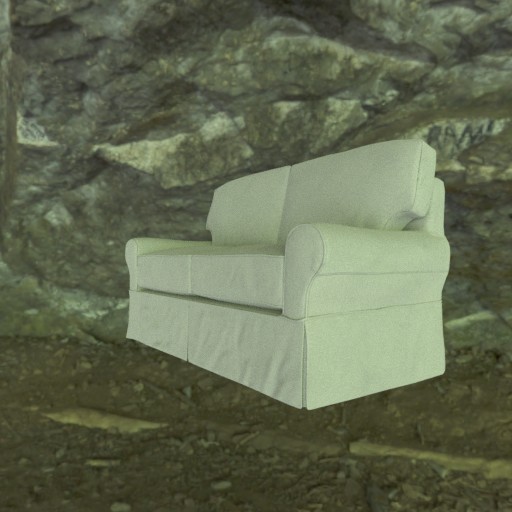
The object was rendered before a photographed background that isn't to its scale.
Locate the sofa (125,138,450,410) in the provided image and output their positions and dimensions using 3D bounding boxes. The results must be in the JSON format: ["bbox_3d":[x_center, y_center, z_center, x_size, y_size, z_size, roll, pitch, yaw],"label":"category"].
[{"bbox_3d":[0.000,0.000,2.349,0.841,1.024,1.823,0,0,-36],"label":"sofa"}]
